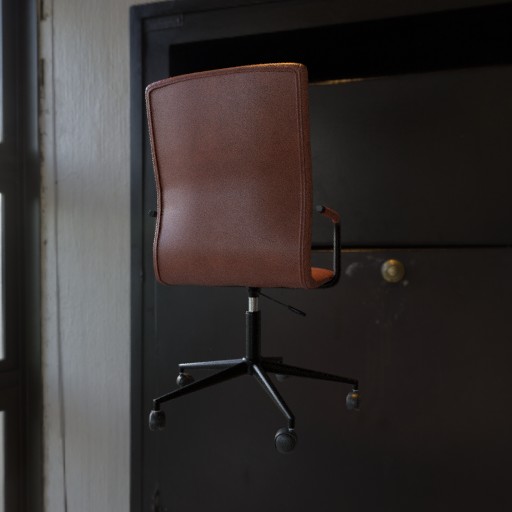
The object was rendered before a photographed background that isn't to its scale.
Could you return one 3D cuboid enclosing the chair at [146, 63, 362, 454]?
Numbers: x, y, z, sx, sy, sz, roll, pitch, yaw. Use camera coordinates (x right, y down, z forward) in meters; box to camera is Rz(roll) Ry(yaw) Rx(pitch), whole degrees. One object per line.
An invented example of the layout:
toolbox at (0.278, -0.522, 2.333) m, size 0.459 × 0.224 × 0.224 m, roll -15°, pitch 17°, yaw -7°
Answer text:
chair at (0.000, 0.000, 1.303) m, size 0.600 × 0.878 × 0.578 m, roll 0°, pitch 1°, yaw 19°
